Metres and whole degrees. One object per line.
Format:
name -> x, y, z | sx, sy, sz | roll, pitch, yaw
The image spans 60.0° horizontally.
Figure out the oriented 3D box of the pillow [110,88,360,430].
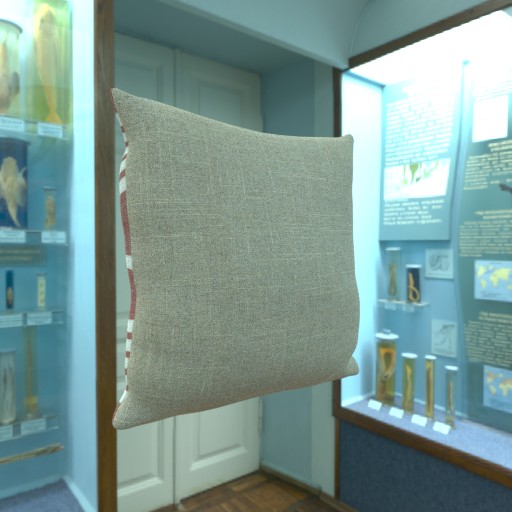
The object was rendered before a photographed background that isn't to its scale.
pillow -> 0.000, 0.000, 0.669 | 0.439, 0.427, 0.182 | -1, 1, -36
